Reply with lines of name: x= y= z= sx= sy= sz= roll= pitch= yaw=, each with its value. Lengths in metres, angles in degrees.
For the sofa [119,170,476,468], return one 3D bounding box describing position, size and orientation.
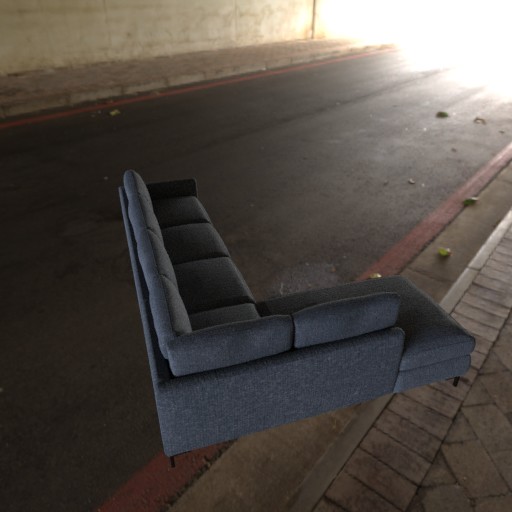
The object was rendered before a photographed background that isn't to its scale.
sofa: x=0.000 y=0.000 z=3.720 sx=2.007 sy=0.815 sz=2.949 roll=-10 pitch=32 yaw=-16
